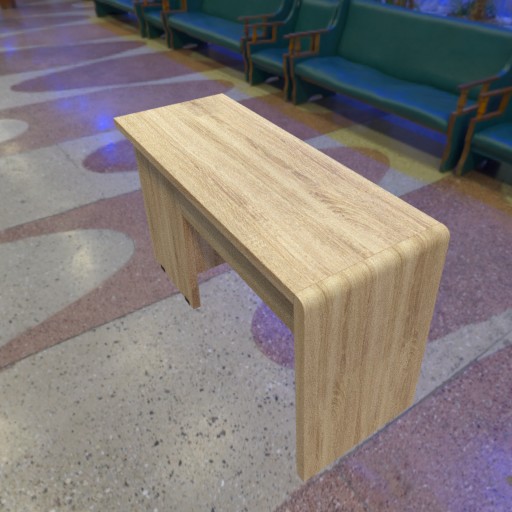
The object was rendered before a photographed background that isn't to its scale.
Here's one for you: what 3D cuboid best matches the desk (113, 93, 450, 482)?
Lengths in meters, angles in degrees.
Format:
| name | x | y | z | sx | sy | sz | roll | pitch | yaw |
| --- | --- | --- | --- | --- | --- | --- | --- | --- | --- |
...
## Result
| name | x | y | z | sx | sy | sz | roll | pitch | yaw |
| --- | --- | --- | --- | --- | --- | --- | --- | --- | --- |
| desk | 0.000 | 0.000 | 1.683 | 0.500 | 0.750 | 1.300 | -23 | 45 | -25 |
